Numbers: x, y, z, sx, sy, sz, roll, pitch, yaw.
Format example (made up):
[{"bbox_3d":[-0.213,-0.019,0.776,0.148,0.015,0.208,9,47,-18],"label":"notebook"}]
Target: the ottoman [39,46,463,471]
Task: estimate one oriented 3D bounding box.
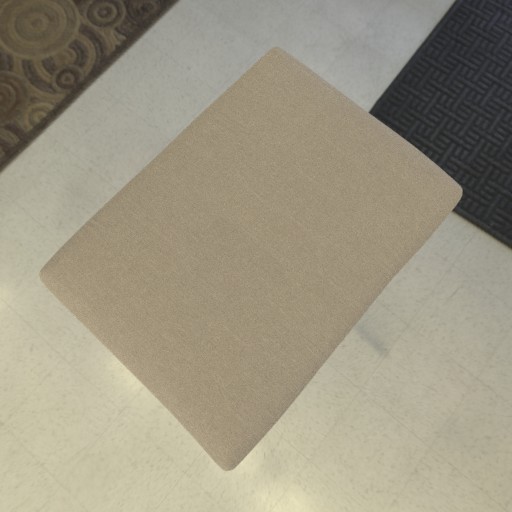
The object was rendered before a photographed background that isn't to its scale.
[{"bbox_3d":[0.000,0.000,1.126,0.569,0.500,0.771,41,79,10],"label":"ottoman"}]
